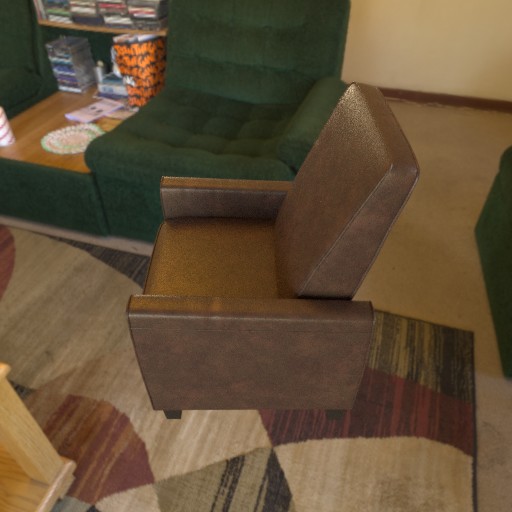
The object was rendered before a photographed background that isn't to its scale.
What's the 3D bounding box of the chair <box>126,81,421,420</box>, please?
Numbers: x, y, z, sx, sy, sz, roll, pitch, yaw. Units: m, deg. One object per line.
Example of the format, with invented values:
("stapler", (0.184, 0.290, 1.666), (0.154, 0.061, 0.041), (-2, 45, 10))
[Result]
("chair", (0.000, 0.000, 1.501), (0.746, 1.013, 0.705), (0, 42, 0))
